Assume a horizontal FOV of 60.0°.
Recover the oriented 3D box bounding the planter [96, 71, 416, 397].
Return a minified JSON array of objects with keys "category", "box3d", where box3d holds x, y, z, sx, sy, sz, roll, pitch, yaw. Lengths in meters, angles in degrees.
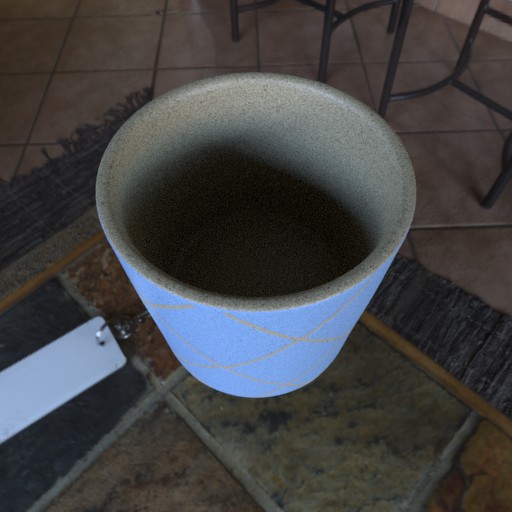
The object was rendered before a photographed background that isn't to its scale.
[{"category":"planter","box3d":[0.000,0.000,0.416,0.227,0.235,0.227,0,57,0]}]
